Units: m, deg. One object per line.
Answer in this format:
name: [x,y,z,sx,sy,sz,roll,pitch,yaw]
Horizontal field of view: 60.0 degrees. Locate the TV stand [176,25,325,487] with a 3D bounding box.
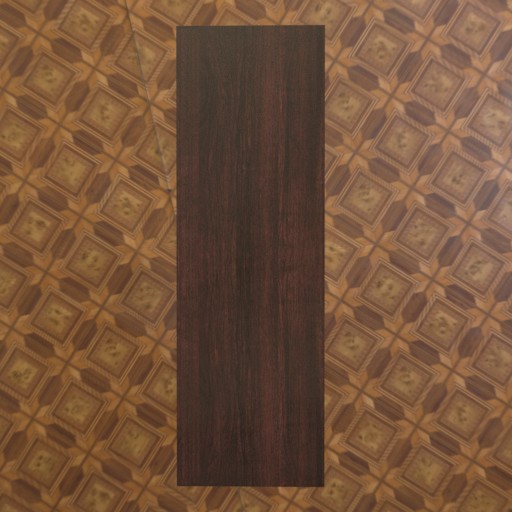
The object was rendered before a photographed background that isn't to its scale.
TV stand: [0.000,0.000,1.451,0.404,0.614,1.192,0,90,1]
